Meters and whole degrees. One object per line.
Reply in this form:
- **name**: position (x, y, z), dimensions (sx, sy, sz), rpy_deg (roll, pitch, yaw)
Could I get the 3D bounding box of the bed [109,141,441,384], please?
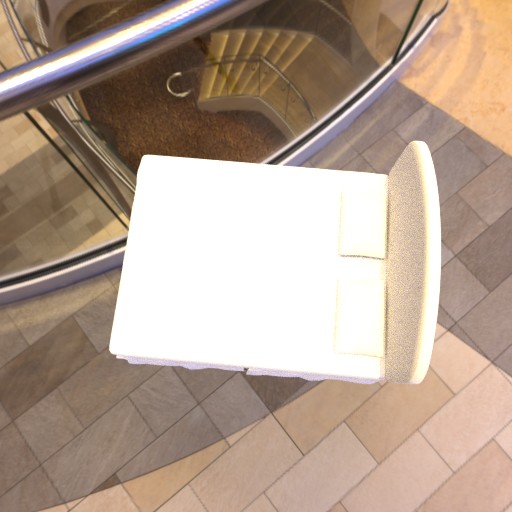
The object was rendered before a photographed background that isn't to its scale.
- **bed**: position (0.000, 0.000, 3.074), dimensions (2.005, 1.410, 1.607), rpy_deg (5, 75, 1)
